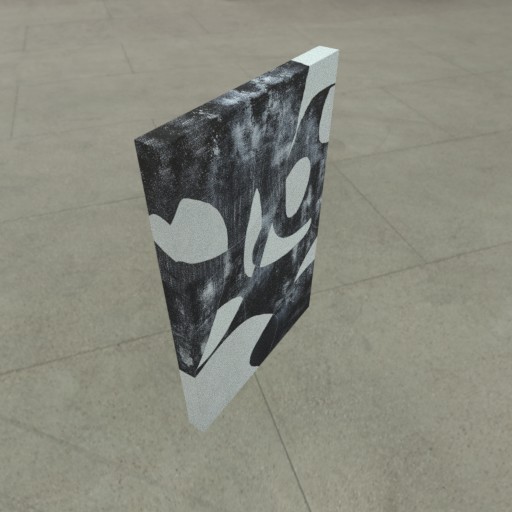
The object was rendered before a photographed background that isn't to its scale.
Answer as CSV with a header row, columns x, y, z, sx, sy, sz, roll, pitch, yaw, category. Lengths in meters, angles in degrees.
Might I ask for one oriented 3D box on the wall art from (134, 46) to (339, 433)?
x,y,z,sx,sy,sz,roll,pitch,yaw,category
0.000,0.000,0.796,0.039,0.610,0.407,25,47,26,wall art
